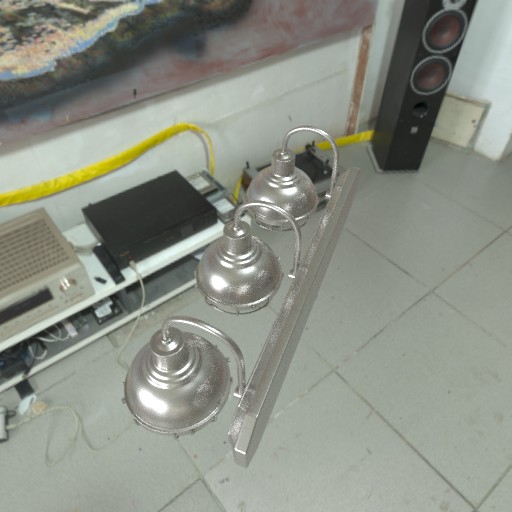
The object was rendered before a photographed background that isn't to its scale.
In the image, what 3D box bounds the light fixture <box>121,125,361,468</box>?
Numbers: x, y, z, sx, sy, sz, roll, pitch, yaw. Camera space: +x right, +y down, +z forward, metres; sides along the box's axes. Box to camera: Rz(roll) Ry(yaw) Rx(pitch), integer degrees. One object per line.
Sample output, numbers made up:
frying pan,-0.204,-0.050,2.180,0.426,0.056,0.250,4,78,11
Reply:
light fixture,0.000,0.000,0.774,0.229,0.254,0.634,16,49,15
